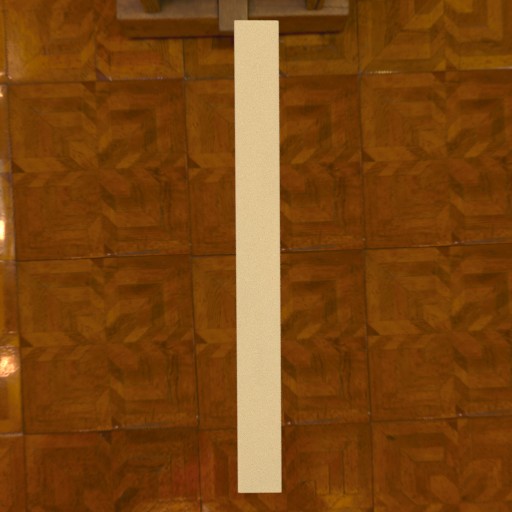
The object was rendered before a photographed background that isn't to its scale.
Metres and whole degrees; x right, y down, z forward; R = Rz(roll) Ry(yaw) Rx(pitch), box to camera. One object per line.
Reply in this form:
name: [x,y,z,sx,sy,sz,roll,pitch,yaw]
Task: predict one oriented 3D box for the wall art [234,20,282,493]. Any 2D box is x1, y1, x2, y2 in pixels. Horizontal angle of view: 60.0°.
wall art: [0.000,0.000,0.487,0.039,0.254,0.384,0,91,-1]
